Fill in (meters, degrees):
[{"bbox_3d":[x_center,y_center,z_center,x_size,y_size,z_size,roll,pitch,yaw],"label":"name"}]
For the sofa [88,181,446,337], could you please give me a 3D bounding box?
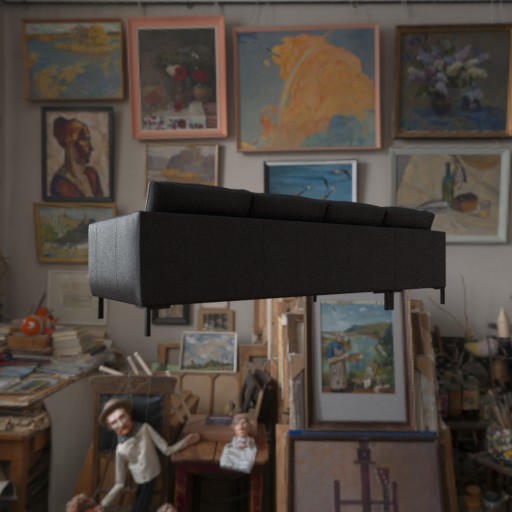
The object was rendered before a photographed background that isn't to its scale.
[{"bbox_3d":[0.000,0.000,3.937,2.984,0.877,1.938,0,-1,-37],"label":"sofa"}]
